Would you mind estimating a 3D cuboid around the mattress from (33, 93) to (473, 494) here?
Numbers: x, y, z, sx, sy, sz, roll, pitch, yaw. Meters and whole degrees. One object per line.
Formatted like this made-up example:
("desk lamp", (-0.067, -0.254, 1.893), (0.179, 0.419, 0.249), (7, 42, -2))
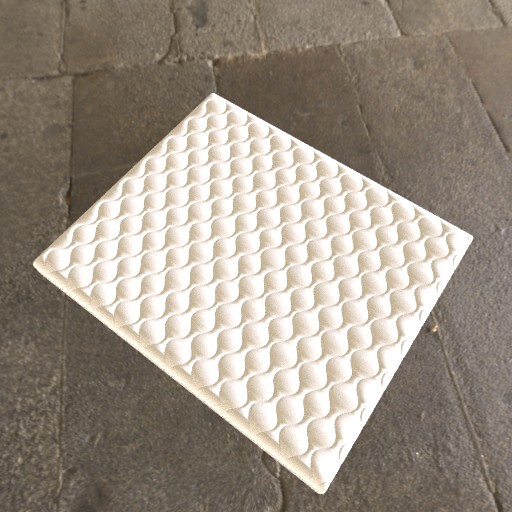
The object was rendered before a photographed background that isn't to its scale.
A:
("mattress", (0.000, 0.000, 2.535), (1.900, 0.200, 1.600), (33, 68, 15))
